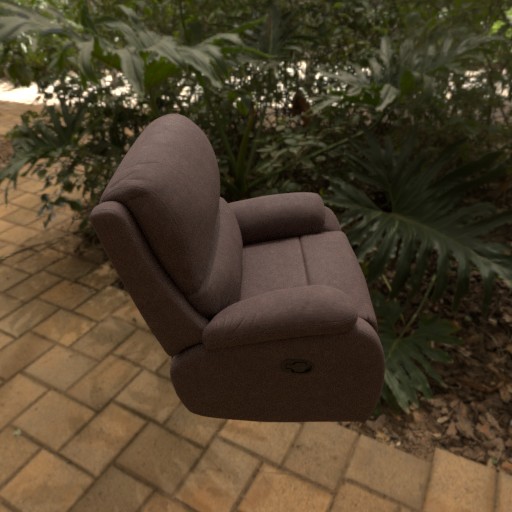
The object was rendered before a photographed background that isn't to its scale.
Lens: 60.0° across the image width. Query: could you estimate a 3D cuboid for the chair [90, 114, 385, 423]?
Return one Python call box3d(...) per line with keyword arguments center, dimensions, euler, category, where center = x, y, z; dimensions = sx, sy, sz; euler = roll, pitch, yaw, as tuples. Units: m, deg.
box3d(center=(0.000, 0.000, 1.749), dimensions=(0.899, 1.011, 0.930), euler=(0, 32, 0), category="chair")
